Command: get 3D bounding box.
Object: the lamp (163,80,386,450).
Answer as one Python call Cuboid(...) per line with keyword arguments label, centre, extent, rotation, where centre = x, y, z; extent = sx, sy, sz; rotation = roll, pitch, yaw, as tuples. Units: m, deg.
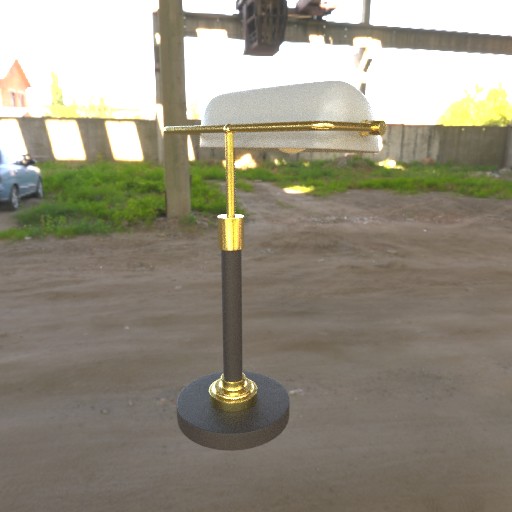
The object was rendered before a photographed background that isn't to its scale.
Cuboid(label="lamp", centre=(0.000, 0.000, 0.551), extent=(0.269, 0.404, 0.227), rotation=(13, 20, 42))
